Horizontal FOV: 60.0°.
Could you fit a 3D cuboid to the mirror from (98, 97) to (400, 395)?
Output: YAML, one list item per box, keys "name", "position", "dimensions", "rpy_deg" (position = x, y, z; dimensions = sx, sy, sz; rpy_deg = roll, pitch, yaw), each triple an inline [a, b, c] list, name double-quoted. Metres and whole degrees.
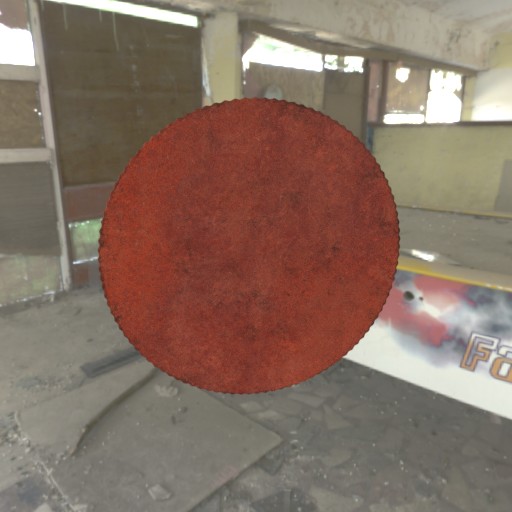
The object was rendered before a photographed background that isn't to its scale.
- name: "mirror"
  position: [0.000, 0.000, 0.906]
  dimensions: [0.609, 0.609, 0.056]
  rpy_deg: [-3, 16, -10]
